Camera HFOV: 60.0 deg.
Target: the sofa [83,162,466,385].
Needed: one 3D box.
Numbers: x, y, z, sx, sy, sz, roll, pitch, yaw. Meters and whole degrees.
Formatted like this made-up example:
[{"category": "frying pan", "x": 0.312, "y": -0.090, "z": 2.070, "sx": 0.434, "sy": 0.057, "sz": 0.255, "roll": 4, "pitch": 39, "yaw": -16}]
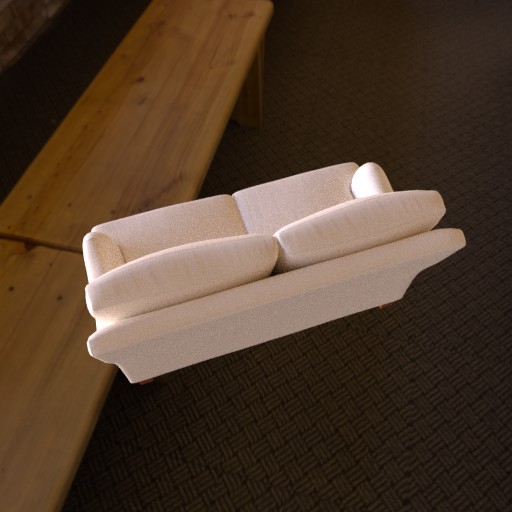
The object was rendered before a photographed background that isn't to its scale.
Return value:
[{"category": "sofa", "x": 0.000, "y": 0.000, "z": 2.597, "sx": 1.853, "sy": 1.101, "sz": 1.084, "roll": -16, "pitch": 57, "yaw": -10}]
